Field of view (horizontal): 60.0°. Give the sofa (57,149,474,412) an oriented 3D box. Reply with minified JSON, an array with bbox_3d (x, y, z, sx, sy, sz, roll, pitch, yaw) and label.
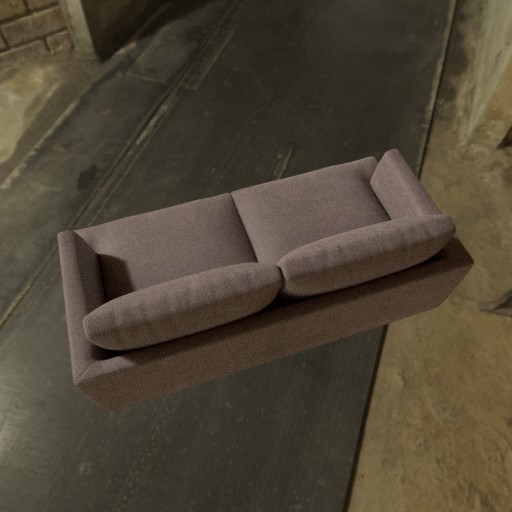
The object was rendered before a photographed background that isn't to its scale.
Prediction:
[{"bbox_3d":[0.000,0.000,2.441,1.948,0.868,1.020,-16,59,-9],"label":"sofa"}]
